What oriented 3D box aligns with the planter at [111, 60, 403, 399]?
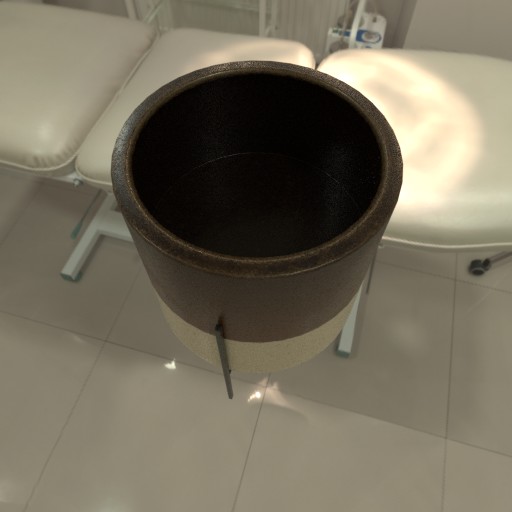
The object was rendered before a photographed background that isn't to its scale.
[{"bbox_3d":[0.000,0.000,0.716,0.345,0.465,0.354,14,60,8],"label":"planter"}]
